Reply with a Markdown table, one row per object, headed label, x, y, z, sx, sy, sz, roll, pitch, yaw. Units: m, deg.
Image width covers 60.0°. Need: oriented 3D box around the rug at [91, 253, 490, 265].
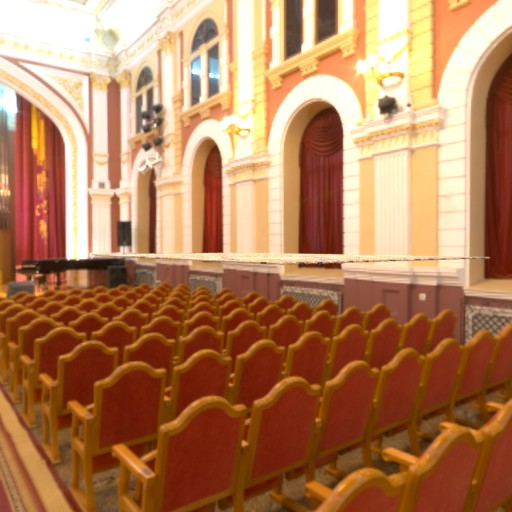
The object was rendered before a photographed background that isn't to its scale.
| label | x | y | z | sx | sy | sz | roll | pitch | yaw |
| --- | --- | --- | --- | --- | --- | --- | --- | --- | --- |
| rug | 0.000 | 0.000 | 3.042 | 1.533 | 0.010 | 2.428 | -1 | 1 | -36 |
